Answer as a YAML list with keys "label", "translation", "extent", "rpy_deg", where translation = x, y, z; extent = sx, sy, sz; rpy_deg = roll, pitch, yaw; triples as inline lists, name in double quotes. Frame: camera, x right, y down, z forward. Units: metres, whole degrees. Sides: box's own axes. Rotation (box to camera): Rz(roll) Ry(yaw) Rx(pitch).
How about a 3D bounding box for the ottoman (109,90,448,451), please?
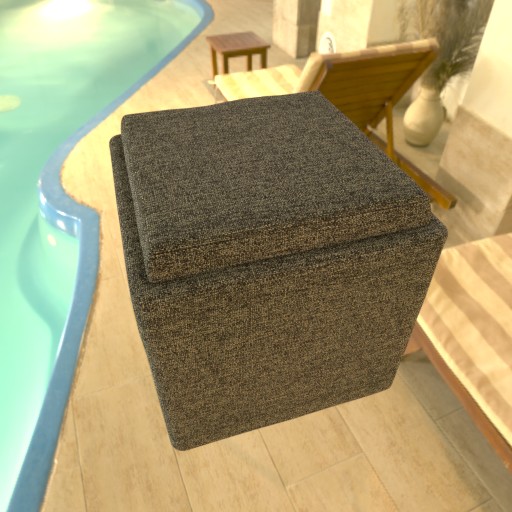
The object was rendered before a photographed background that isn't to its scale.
- label: "ottoman"
  translation: [0.000, 0.000, 0.839]
  extent: [0.450, 0.463, 0.450]
  rpy_deg: [-12, 44, -13]
